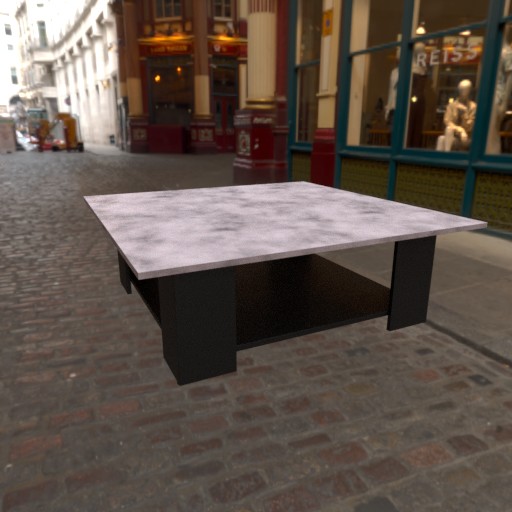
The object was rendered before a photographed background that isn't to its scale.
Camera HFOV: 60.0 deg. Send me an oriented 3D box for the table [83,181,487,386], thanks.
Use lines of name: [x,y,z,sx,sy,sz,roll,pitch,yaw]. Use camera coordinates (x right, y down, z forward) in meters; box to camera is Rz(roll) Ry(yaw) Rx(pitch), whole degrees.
table: [0.000,0.000,1.378,0.890,0.305,0.890,-8,19,-25]
